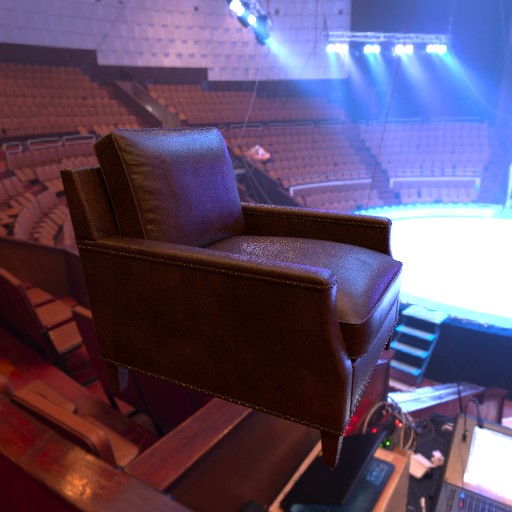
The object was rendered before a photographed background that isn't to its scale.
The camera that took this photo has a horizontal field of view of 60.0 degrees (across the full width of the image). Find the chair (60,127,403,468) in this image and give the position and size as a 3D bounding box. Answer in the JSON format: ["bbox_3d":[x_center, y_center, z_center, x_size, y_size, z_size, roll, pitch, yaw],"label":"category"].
[{"bbox_3d":[0.000,0.000,1.673,1.014,0.929,0.853,9,19,26],"label":"chair"}]
